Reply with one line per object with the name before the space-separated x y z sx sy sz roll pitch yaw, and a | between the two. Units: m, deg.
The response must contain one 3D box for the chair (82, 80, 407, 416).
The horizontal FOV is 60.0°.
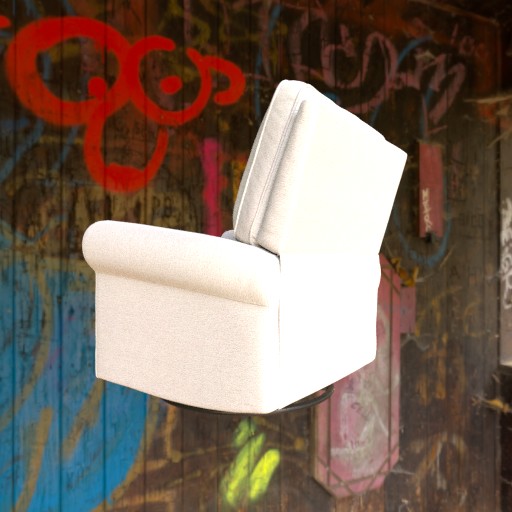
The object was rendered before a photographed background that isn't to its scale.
chair | 0.000 0.000 1.611 0.878 0.960 0.890 0 0 36
